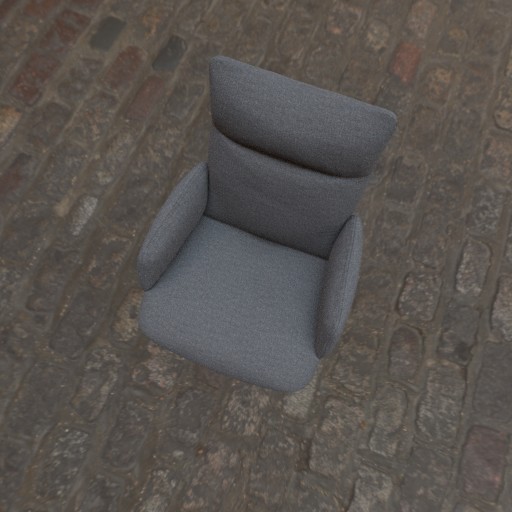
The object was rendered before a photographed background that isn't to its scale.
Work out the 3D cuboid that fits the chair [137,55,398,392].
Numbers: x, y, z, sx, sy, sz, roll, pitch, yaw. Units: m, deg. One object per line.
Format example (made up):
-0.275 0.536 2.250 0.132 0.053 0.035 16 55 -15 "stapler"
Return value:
0.000 0.000 1.552 0.702 0.984 0.831 20 75 5 "chair"
